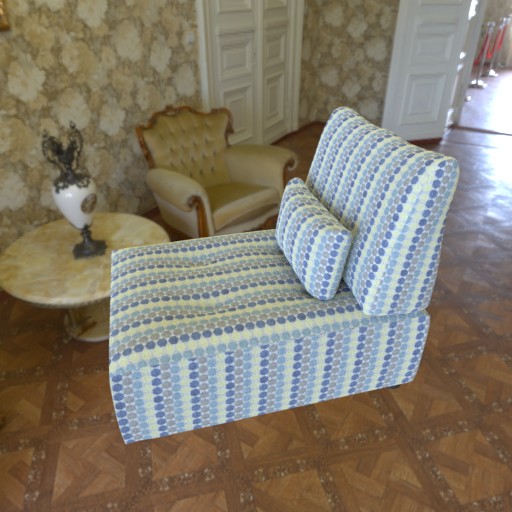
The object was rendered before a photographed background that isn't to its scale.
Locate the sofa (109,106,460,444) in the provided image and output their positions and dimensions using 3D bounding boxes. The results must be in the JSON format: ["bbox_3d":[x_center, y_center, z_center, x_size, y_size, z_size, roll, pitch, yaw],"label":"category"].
[{"bbox_3d":[0.000,0.000,1.521,1.000,0.820,0.700,-8,31,-13],"label":"sofa"}]
